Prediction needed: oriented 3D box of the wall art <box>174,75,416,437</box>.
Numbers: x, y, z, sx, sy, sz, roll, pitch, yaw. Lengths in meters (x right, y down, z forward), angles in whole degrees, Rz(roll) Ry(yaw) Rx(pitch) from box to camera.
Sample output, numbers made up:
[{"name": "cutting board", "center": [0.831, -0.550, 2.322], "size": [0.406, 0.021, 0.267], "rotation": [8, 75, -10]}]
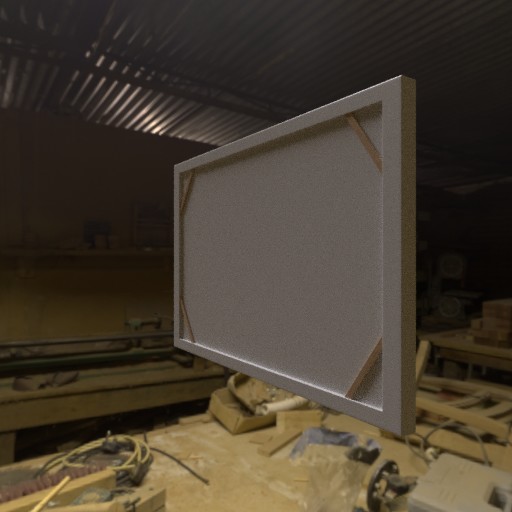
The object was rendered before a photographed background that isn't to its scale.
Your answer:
[{"name": "wall art", "center": [0.000, 0.000, 1.131], "size": [0.038, 0.609, 0.914], "rotation": [0, 0, -35]}]
